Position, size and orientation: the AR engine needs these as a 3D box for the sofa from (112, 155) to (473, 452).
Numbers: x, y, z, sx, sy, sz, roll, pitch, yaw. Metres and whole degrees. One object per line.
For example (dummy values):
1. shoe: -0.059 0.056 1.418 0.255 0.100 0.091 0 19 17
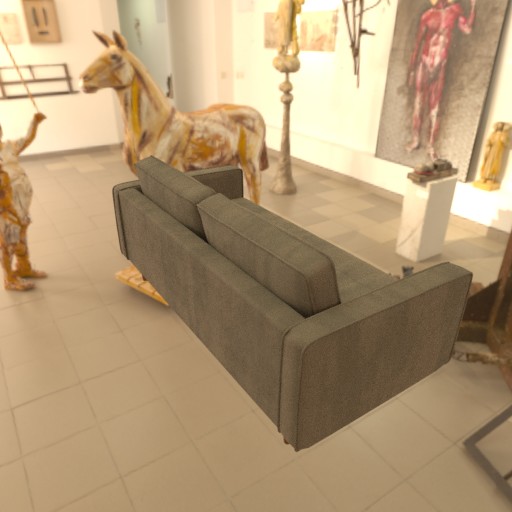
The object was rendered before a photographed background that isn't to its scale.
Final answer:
1. sofa: 0.000 0.000 2.381 0.924 0.825 1.920 -17 32 -30
